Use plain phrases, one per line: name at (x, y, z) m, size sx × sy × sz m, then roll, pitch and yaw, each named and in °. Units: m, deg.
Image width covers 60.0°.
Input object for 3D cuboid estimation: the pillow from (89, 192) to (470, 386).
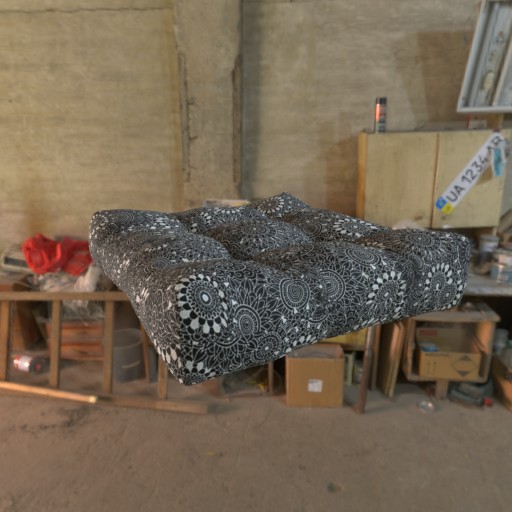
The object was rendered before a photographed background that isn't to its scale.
pillow at (0.000, 0.000, 0.739) m, size 0.468 × 0.128 × 0.490 m, roll -9°, pitch 19°, yaw -28°
